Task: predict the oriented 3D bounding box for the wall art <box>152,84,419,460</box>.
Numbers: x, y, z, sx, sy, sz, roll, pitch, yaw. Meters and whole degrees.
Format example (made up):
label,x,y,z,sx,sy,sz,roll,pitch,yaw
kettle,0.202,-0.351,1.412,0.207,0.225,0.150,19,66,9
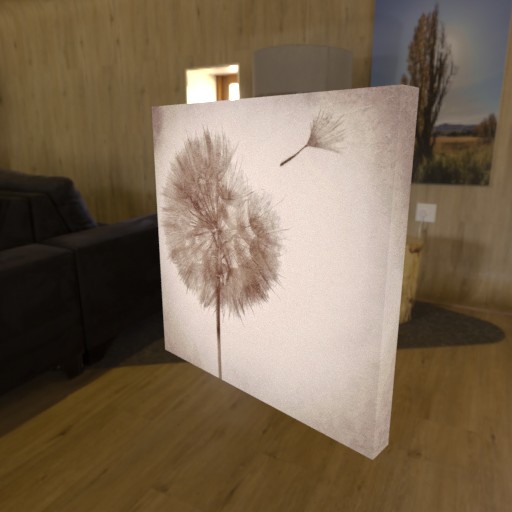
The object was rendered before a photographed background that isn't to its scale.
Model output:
label,x,y,z,sx,sy,sz,roll,pitch,yaw
wall art,0.000,0.000,0.454,0.303,0.303,0.028,13,20,42
